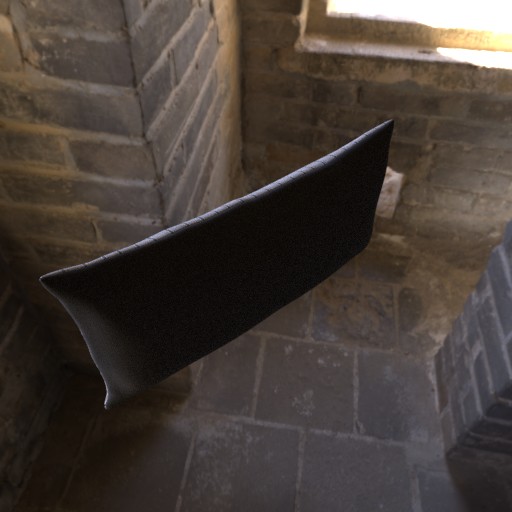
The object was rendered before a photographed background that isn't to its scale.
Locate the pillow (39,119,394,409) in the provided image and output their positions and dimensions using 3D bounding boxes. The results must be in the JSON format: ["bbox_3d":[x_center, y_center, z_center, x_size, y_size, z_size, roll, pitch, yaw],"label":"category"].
[{"bbox_3d":[0.000,0.000,0.727,0.609,0.305,0.151,-29,52,-26],"label":"pillow"}]
